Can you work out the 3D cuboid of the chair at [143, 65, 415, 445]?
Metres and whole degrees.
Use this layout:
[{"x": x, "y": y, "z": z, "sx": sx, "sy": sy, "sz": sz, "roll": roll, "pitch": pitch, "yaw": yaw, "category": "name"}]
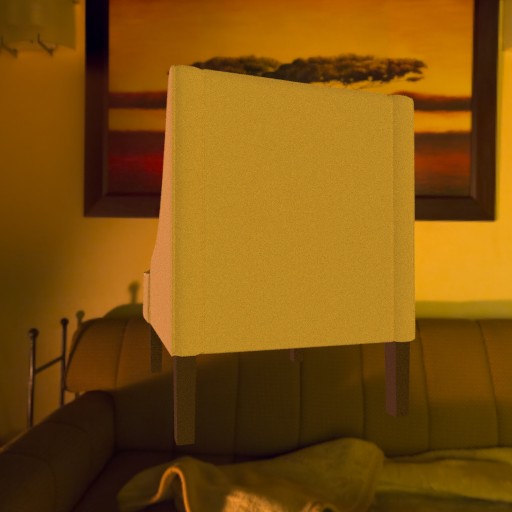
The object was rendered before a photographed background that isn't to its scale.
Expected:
[{"x": 0.000, "y": 0.000, "z": 1.489, "sx": 0.689, "sy": 0.886, "sz": 0.806, "roll": 0, "pitch": -1, "yaw": -18, "category": "chair"}]
